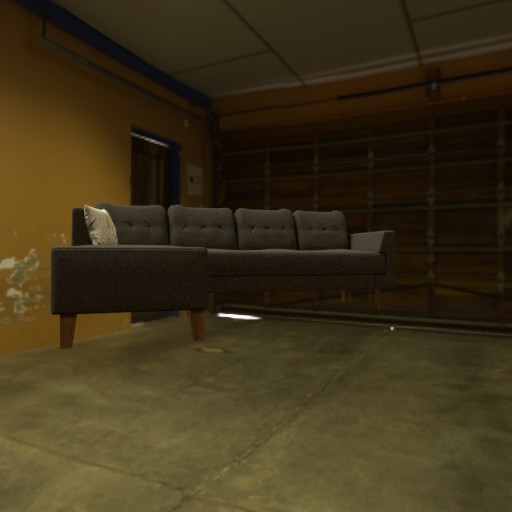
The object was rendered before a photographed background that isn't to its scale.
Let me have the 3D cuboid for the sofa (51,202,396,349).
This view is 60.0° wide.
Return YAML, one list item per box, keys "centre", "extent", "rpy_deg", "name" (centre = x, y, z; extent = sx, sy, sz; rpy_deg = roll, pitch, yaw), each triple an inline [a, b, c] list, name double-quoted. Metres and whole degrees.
- centre: [0.000, 0.000, 3.415]
  extent: [2.679, 0.932, 1.829]
  rpy_deg: [0, 0, -18]
  name: "sofa"
